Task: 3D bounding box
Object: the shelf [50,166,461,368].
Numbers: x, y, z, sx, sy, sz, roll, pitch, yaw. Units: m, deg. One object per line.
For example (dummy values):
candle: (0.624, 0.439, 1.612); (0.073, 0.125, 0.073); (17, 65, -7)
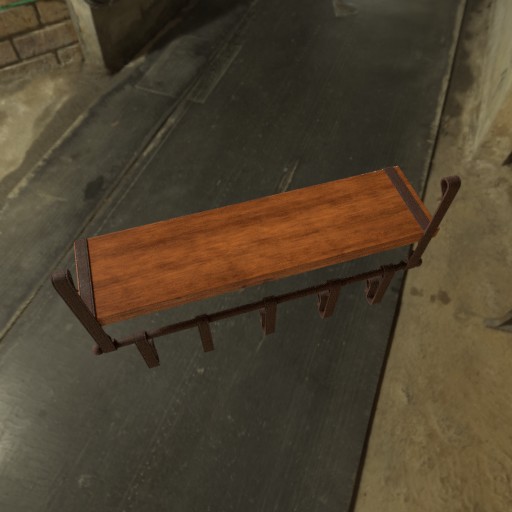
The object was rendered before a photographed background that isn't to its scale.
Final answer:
shelf: (0.000, 0.000, 0.722); (0.567, 0.330, 0.146); (-14, 58, -9)
